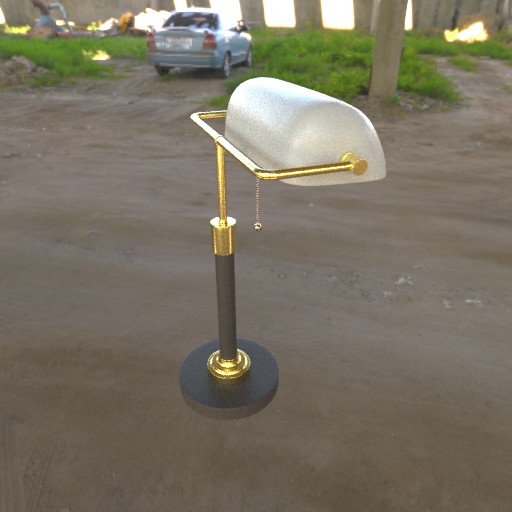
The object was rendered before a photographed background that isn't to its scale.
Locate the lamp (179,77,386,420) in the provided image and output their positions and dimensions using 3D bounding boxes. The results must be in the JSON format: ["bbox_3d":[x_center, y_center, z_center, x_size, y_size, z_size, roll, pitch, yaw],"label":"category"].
[{"bbox_3d":[0.000,0.000,0.565,0.227,0.404,0.269,-11,31,-18],"label":"lamp"}]
